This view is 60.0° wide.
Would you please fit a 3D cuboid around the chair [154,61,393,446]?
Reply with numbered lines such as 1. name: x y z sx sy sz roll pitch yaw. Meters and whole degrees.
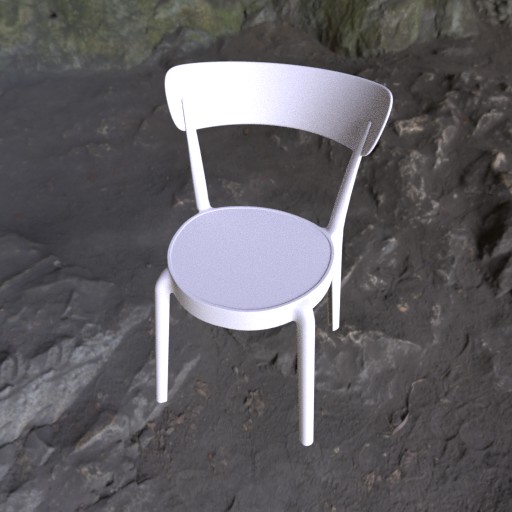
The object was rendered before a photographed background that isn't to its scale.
1. chair: 0.000 0.000 1.115 0.506 0.790 0.491 11 42 13
